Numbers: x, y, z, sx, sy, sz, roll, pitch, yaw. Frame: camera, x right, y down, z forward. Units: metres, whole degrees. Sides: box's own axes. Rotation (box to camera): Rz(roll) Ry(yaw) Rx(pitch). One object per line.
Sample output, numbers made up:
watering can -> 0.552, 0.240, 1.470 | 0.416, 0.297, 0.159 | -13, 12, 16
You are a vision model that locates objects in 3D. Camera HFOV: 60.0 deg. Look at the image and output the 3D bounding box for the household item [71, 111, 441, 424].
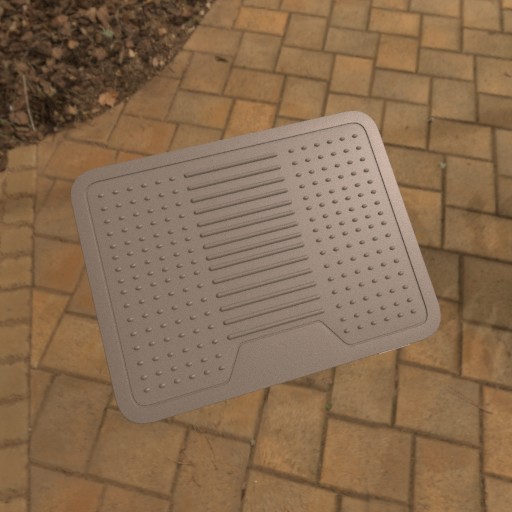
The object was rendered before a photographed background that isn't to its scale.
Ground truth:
household item -> 0.000, 0.000, 0.545 | 0.390, 0.126, 0.301 | -15, 64, -7
